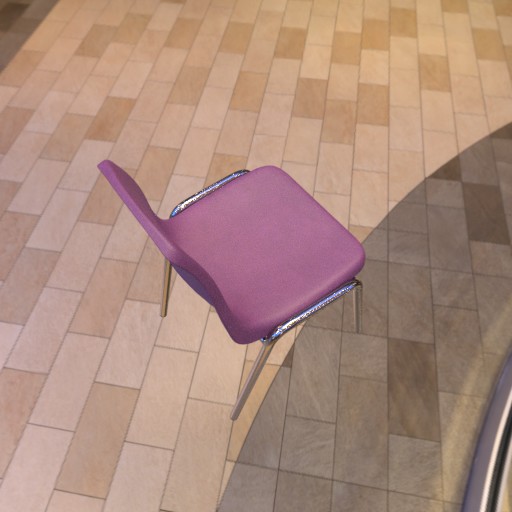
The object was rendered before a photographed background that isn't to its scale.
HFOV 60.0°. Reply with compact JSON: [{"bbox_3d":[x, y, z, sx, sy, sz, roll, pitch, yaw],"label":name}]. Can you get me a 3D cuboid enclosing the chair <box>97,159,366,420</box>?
[{"bbox_3d":[0.000,0.000,0.927,0.432,0.654,0.381,-32,62,-19],"label":"chair"}]
